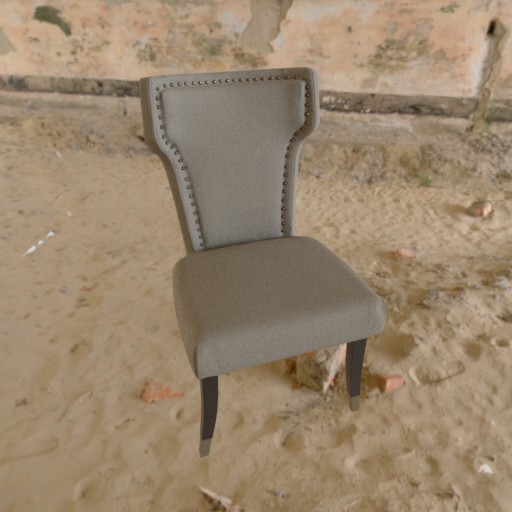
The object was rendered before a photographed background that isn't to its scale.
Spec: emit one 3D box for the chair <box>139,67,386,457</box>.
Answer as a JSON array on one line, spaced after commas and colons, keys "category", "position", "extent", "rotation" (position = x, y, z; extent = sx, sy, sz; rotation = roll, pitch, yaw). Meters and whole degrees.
[{"category": "chair", "position": [0.000, 0.000, 1.303], "extent": [0.526, 0.955, 0.630], "rotation": [-10, 34, -16]}]
